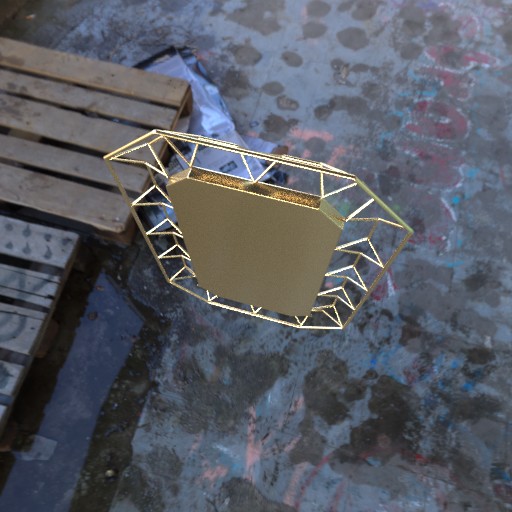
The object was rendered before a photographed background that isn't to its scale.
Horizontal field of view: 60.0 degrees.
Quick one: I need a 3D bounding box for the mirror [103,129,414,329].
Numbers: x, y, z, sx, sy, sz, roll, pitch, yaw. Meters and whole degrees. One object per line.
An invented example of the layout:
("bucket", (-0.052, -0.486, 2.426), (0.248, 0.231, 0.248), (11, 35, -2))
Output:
("mirror", (0.000, 0.000, 1.085), (0.572, 0.870, 0.051), (14, 67, 6))
